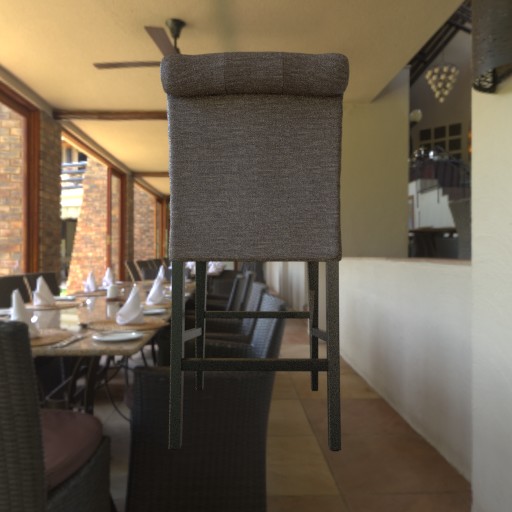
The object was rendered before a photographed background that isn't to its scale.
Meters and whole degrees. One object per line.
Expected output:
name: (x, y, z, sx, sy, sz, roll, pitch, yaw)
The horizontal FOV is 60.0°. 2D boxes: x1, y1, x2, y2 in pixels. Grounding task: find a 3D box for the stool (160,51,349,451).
stool: (0.000, 0.000, 1.316, 0.457, 0.970, 0.611, 0, 0, 1)
